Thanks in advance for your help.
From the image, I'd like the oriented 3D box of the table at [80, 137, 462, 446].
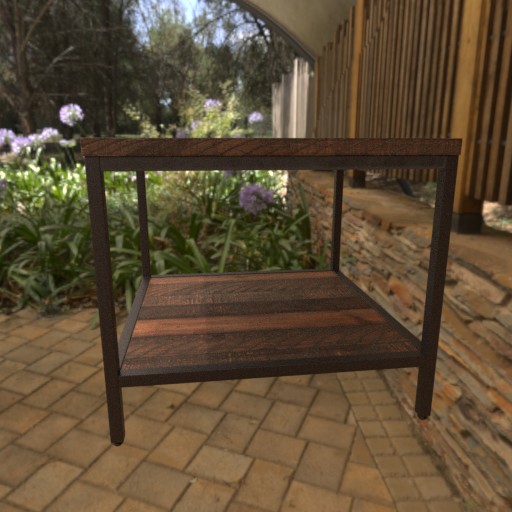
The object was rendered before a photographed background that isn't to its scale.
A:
[{"bbox_3d":[0.000,0.000,0.949,0.548,0.482,0.553,-2,14,-7],"label":"table"}]
